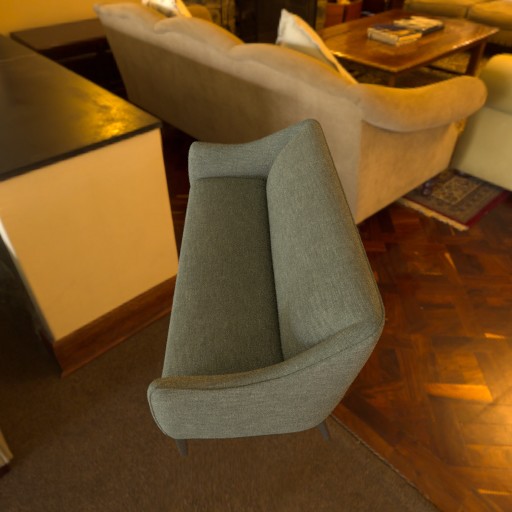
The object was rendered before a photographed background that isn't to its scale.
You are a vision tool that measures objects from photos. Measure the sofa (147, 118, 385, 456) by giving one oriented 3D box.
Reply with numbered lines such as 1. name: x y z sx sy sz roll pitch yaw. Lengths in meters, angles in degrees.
1. sofa: 0.000 0.000 2.398 0.867 0.829 1.928 -1 40 -2
